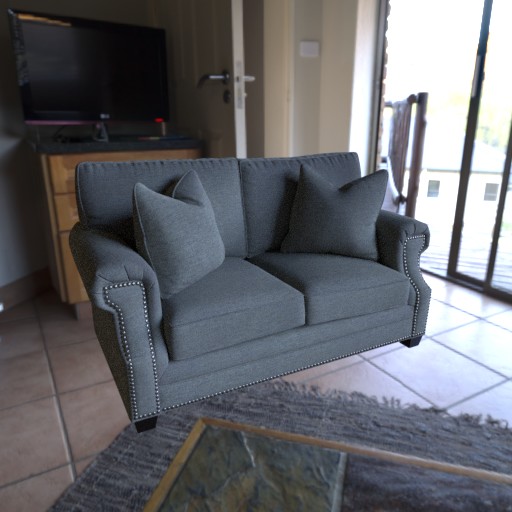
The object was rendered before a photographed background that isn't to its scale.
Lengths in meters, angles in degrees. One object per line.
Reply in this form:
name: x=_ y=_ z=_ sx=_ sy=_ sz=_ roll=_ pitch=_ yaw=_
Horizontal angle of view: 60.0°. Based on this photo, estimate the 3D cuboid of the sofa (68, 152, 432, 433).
sofa: x=0.000 y=0.000 z=2.254 sx=1.701 sy=0.966 sz=0.966 roll=-9 pitch=19 yaw=-26
